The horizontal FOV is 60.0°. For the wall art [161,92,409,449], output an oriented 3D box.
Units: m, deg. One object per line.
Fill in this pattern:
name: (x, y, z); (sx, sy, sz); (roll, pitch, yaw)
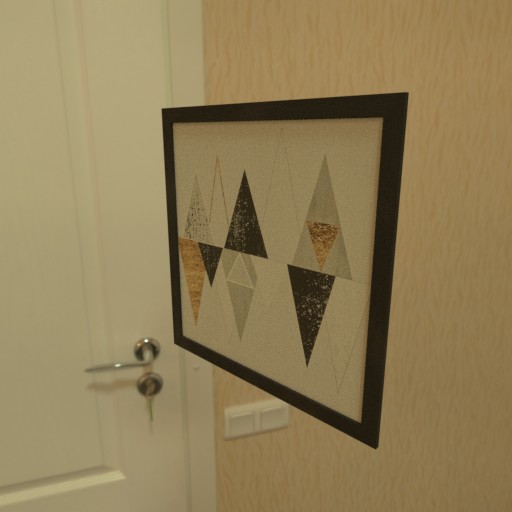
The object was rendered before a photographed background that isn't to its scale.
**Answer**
wall art: (0.000, 0.000, 1.254); (0.823, 0.823, 0.013); (14, 21, 42)
